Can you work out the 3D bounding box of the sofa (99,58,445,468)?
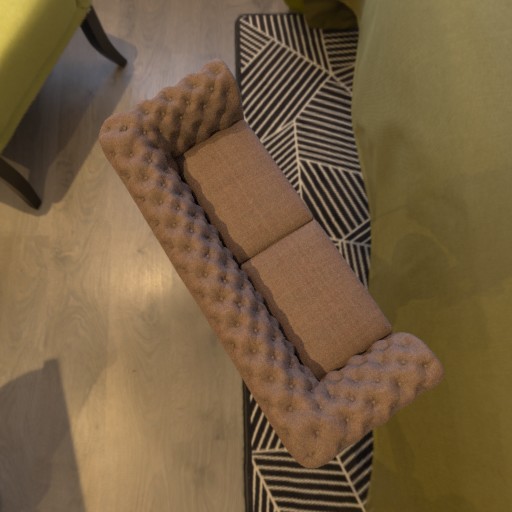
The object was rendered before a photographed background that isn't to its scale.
[{"bbox_3d":[0.000,0.000,2.842,0.944,0.787,2.385,-32,79,-7],"label":"sofa"}]
